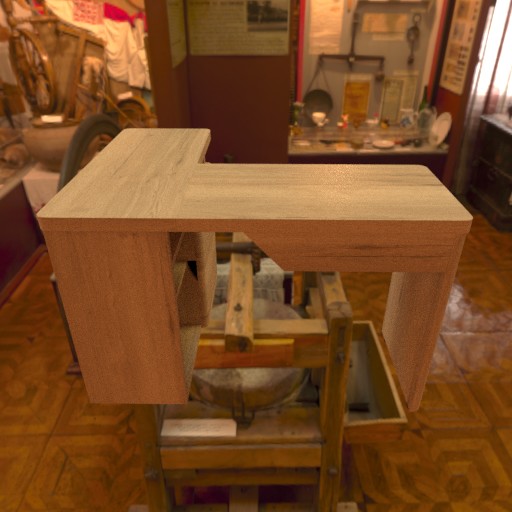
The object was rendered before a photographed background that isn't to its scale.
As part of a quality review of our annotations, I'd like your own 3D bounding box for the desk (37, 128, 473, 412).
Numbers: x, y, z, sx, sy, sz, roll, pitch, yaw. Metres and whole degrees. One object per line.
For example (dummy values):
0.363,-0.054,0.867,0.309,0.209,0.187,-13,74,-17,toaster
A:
0.000,0.000,1.748,1.169,0.760,0.900,1,31,1,desk
